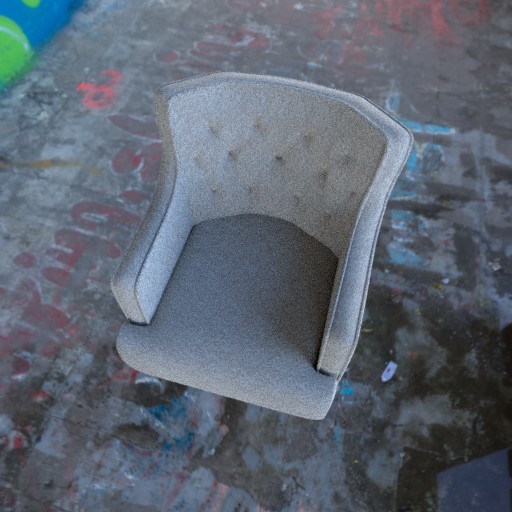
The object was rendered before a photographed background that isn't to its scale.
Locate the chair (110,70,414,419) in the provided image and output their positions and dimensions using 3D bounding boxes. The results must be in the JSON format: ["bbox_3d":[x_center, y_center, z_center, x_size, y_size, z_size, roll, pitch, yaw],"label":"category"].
[{"bbox_3d":[0.000,0.000,1.653,0.820,0.920,0.910,13,58,8],"label":"chair"}]
